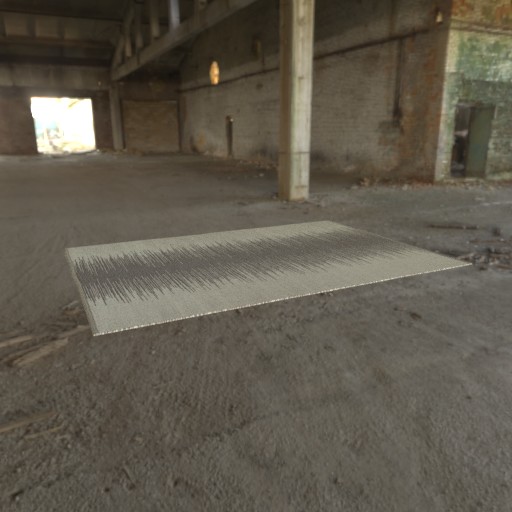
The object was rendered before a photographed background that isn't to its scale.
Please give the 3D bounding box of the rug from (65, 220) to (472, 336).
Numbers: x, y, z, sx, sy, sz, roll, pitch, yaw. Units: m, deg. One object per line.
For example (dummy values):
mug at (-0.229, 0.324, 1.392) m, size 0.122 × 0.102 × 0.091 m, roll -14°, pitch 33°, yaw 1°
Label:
rug at (0.000, 0.000, 2.356) m, size 1.815 × 0.007 × 1.226 m, roll -8°, pitch 18°, yaw -25°
